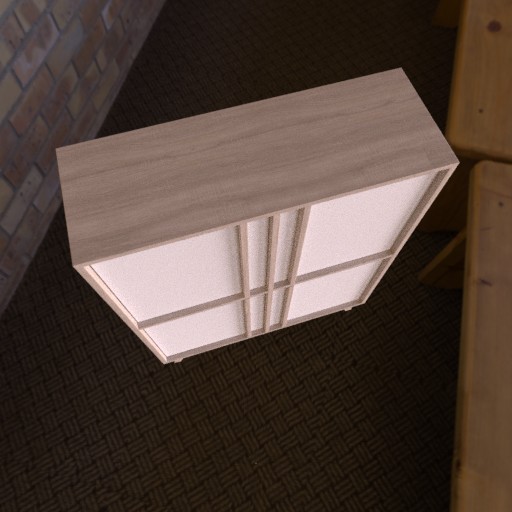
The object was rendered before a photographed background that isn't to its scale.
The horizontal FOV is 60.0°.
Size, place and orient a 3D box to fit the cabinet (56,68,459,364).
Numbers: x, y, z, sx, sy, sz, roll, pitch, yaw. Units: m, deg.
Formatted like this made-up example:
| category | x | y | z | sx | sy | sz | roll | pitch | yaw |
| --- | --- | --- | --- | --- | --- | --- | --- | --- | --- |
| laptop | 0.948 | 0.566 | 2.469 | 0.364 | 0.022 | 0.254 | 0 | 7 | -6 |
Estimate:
| category | x | y | z | sx | sy | sz | roll | pitch | yaw |
| --- | --- | --- | --- | --- | --- | --- | --- | --- | --- |
| cabinet | 0.000 | 0.000 | 1.920 | 1.111 | 1.388 | 0.398 | -16 | 66 | -7 |
